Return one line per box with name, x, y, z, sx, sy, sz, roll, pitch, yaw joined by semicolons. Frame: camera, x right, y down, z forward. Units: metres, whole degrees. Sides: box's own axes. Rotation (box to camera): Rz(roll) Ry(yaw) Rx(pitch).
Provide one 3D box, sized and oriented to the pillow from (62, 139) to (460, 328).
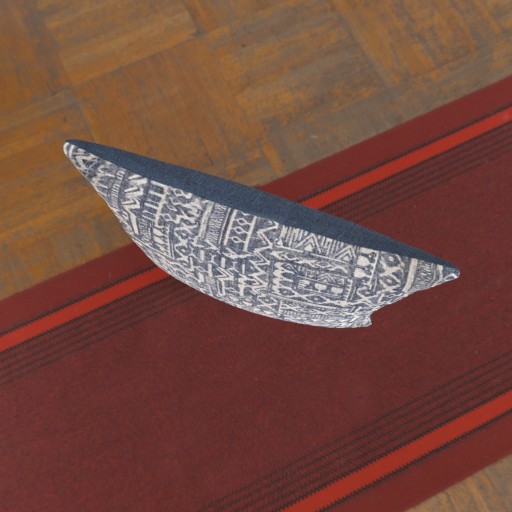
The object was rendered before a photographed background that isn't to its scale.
pillow;0.000;0.000;0.791;0.546;0.487;0.180;19;75;5
